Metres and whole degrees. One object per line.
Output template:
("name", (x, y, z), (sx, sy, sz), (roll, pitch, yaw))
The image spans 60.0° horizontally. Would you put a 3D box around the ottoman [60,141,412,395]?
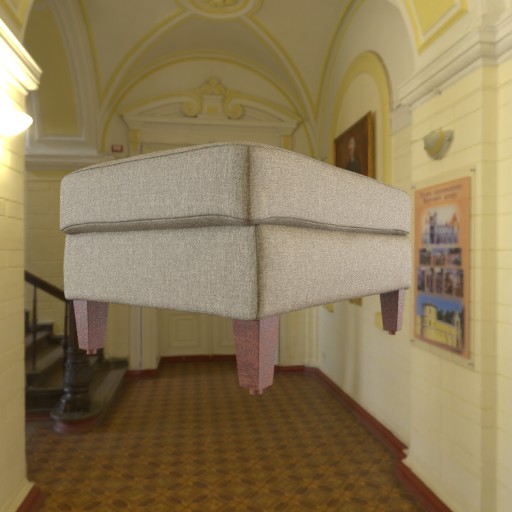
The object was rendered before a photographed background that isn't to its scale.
("ottoman", (0.000, 0.000, 1.255), (0.639, 0.494, 0.873), (0, 1, 37))
